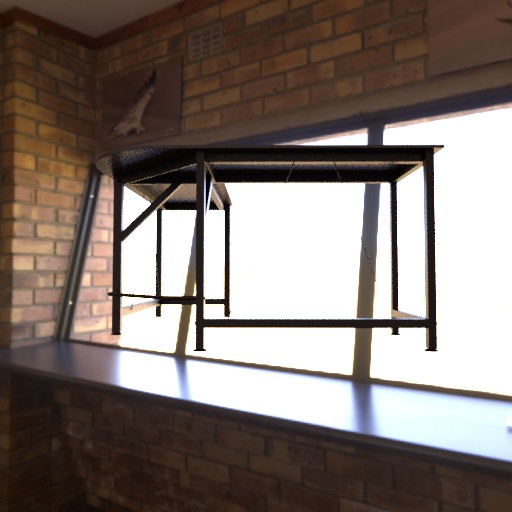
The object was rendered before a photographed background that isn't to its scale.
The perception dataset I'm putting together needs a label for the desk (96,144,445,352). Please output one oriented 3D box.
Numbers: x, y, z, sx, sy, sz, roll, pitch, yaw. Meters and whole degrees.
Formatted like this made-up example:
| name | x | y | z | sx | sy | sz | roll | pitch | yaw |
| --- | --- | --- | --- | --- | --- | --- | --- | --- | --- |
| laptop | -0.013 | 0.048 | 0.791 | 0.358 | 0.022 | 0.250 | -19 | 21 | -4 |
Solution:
| name | x | y | z | sx | sy | sz | roll | pitch | yaw |
| --- | --- | --- | --- | --- | --- | --- | --- | --- | --- |
| desk | 0.000 | 0.000 | 2.318 | 1.400 | 0.762 | 1.400 | 0 | -2 | 0 |
